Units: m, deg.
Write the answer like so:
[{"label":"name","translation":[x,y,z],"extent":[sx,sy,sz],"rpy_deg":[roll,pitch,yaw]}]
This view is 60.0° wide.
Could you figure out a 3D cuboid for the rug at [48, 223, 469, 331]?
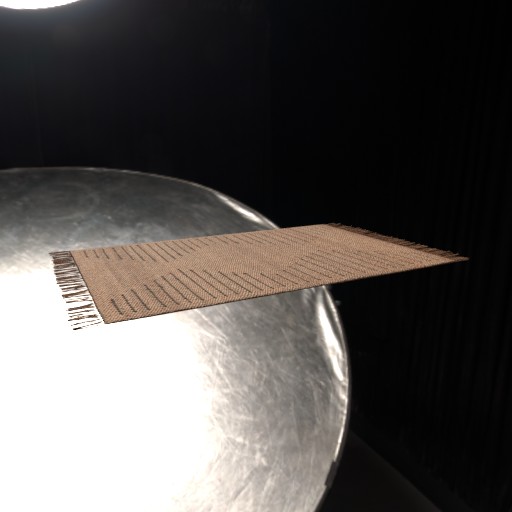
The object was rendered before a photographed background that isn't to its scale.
[{"label":"rug","translation":[0.000,0.000,2.506],"extent":[2.085,0.027,1.224],"rpy_deg":[-7,16,-27]}]
